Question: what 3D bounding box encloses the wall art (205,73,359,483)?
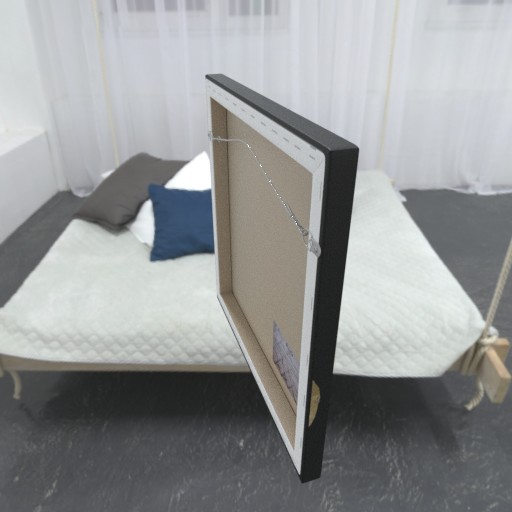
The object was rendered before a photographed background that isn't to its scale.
[{"bbox_3d":[0.000,0.000,0.897,0.043,0.611,0.610,-10,31,-16],"label":"wall art"}]
